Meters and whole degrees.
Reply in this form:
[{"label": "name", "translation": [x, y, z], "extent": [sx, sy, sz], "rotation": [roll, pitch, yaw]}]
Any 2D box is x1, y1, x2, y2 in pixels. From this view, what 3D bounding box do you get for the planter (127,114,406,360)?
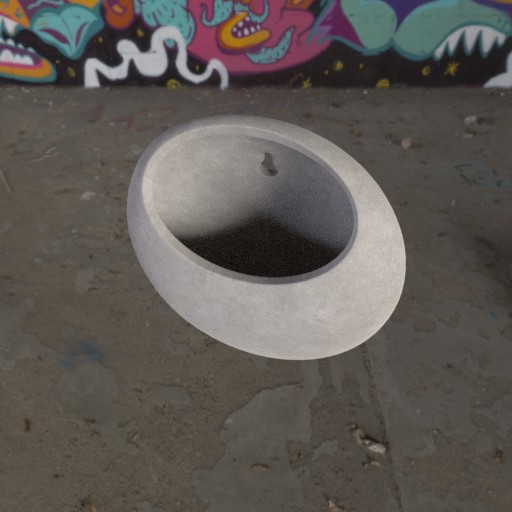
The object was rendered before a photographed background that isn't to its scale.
[{"label": "planter", "translation": [0.000, 0.000, 0.288], "extent": [0.185, 0.188, 0.071], "rotation": [14, 43, 15]}]
